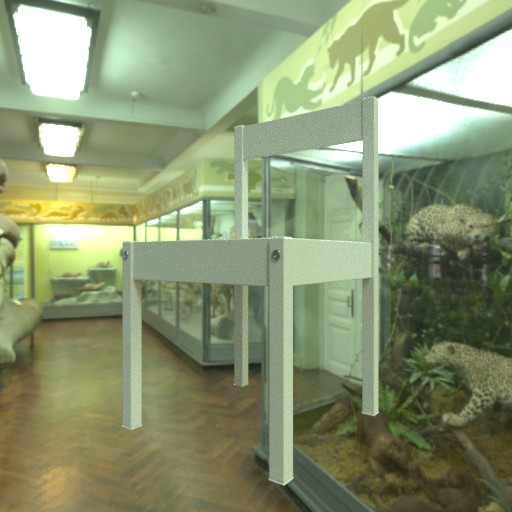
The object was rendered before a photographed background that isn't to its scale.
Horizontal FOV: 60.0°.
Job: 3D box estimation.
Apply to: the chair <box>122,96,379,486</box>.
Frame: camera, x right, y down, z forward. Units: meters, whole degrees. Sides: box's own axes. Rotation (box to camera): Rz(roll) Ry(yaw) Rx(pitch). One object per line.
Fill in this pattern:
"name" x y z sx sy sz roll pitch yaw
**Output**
"chair" 0.000 0.000 0.684 0.285 0.505 0.285 0 0 36
